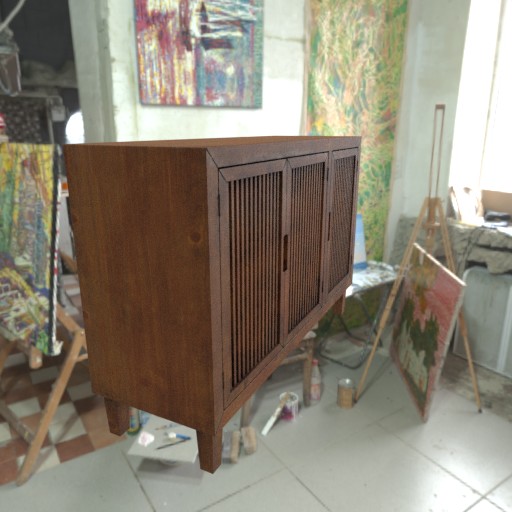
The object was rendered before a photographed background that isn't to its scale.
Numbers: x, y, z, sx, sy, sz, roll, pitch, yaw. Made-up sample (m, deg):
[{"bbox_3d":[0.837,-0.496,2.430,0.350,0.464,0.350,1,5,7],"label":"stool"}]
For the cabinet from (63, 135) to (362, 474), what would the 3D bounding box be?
[{"bbox_3d":[0.000,0.000,1.578,0.403,0.805,1.204,8,18,26],"label":"cabinet"}]
